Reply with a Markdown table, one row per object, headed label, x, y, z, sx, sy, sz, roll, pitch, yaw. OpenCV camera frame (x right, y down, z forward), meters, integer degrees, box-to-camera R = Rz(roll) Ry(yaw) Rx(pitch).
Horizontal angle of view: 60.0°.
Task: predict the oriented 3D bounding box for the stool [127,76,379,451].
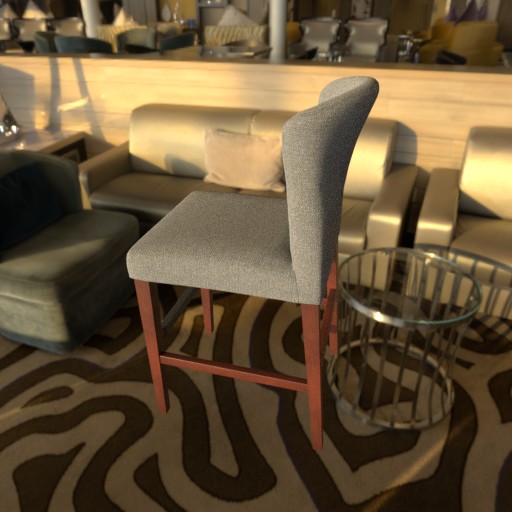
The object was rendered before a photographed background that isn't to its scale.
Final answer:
| label | x | y | z | sx | sy | sz | roll | pitch | yaw |
| --- | --- | --- | --- | --- | --- | --- | --- | --- | --- |
| stool | 0.000 | 0.000 | 1.276 | 0.568 | 0.968 | 0.479 | 8 | 30 | 13 |
